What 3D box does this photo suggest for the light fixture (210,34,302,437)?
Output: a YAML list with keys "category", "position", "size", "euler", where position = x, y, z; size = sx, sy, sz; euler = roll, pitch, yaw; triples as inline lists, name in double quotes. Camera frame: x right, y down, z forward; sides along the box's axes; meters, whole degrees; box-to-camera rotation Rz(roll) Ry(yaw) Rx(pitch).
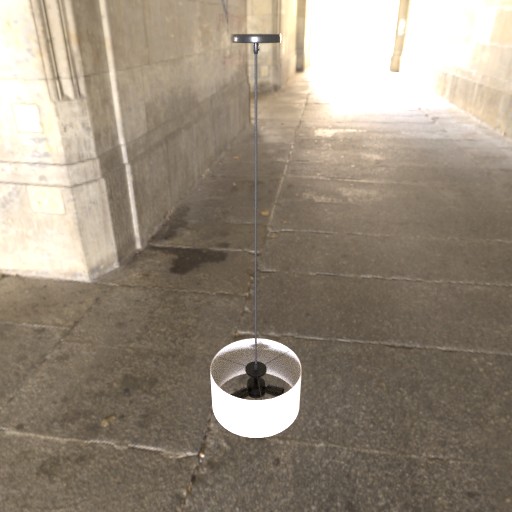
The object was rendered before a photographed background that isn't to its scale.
- category: "light fixture"
  position: [0.000, 0.000, 1.694]
  size: [0.399, 1.516, 0.399]
  euler: [0, 27, 0]
